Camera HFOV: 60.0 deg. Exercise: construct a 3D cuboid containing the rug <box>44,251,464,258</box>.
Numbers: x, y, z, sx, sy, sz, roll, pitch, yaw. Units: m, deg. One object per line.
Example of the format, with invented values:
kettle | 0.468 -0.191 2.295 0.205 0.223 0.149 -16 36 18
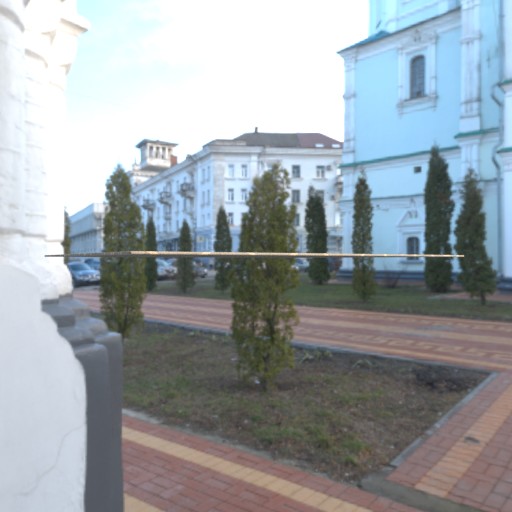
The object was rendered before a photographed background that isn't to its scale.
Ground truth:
rug | 0.000 0.000 2.670 2.080 0.010 1.451 0 -1 -36
